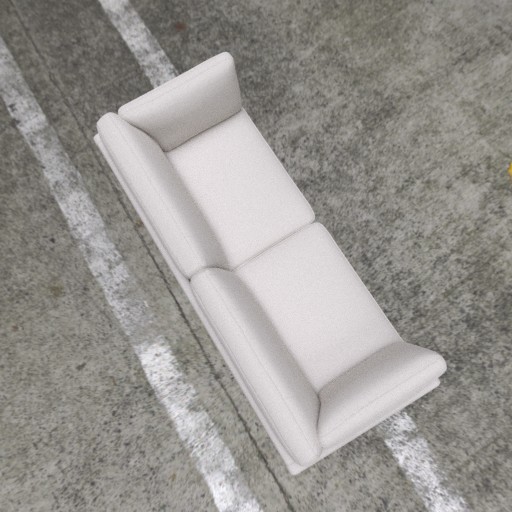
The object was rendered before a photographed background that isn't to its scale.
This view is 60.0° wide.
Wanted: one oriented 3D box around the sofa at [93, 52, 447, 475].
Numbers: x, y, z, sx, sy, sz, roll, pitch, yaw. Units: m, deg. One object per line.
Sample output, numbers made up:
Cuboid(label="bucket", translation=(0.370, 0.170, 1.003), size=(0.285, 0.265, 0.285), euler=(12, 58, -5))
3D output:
Cuboid(label="sofa", translation=(0.000, 0.000, 2.707), size=(0.957, 0.863, 2.301), euler=(-31, 79, -7))
